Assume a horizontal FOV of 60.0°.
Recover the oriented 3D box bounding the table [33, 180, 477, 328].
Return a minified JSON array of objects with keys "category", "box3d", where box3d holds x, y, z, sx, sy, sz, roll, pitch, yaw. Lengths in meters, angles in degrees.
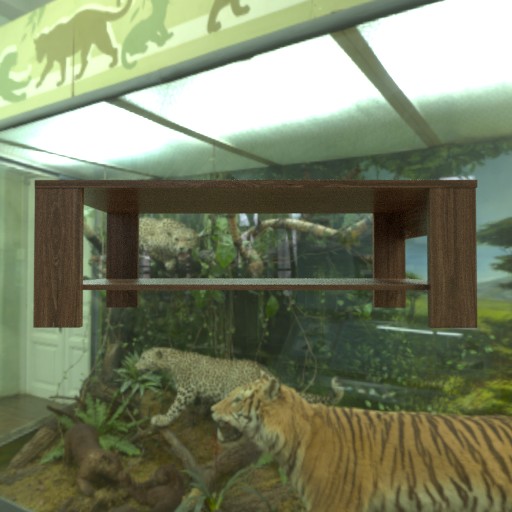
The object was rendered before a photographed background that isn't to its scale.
[{"category":"table","box3d":[0.000,0.000,1.497,1.200,0.400,0.600,0,-1,0]}]
